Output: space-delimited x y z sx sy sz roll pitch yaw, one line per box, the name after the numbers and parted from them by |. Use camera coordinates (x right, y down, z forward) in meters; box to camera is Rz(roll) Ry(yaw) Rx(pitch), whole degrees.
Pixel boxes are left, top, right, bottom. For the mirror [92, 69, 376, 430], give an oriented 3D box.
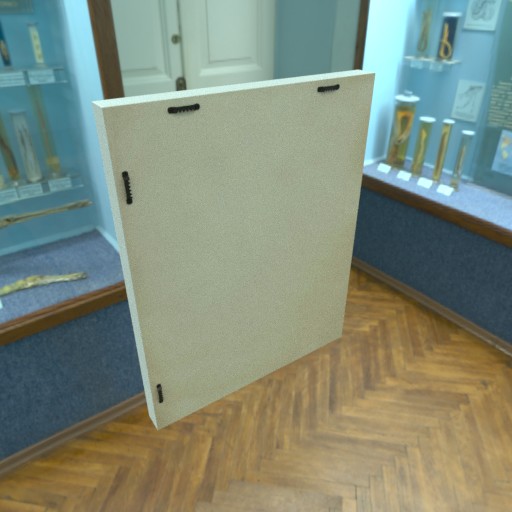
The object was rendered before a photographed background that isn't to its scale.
0.000 0.000 0.697 0.406 0.509 0.041 -19 36 -29 | mirror
